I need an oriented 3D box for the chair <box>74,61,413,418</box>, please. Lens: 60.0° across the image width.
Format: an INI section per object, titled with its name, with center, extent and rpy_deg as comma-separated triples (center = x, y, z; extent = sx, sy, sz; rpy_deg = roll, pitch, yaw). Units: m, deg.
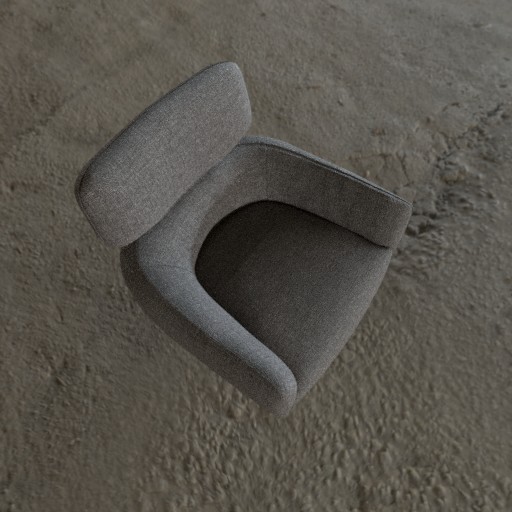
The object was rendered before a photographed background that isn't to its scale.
[chair]
center = 0.000, 0.000, 1.347
extent = 0.715, 0.812, 0.706
rpy_deg = 32, 64, 18
